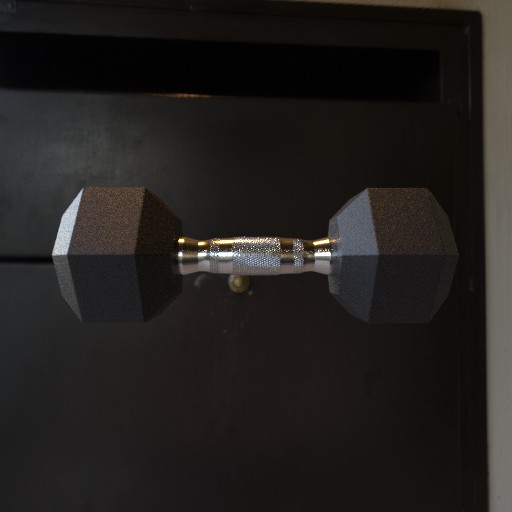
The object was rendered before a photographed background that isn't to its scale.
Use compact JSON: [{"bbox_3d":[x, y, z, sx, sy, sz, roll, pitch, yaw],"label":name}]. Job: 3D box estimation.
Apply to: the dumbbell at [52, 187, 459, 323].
[{"bbox_3d":[0.000,0.000,0.328,0.272,0.092,0.106,0,-1,-1],"label":"dumbbell"}]
